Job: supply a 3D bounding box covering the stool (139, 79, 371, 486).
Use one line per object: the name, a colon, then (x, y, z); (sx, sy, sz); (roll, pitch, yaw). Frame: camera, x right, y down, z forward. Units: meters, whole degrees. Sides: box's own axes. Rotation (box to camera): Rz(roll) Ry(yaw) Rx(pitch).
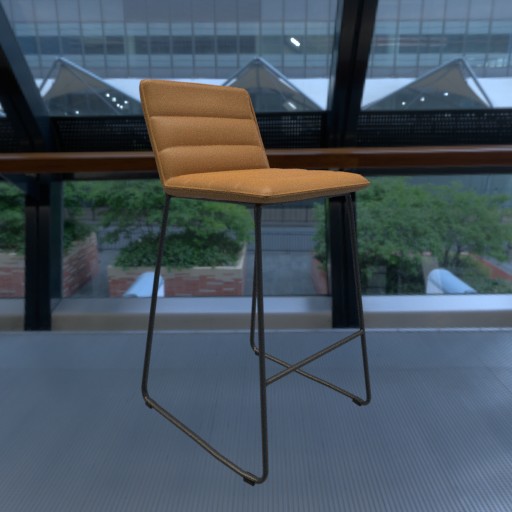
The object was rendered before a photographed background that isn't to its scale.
stool: (0.000, 0.000, 1.230); (0.489, 0.936, 0.524); (-14, 21, -42)
